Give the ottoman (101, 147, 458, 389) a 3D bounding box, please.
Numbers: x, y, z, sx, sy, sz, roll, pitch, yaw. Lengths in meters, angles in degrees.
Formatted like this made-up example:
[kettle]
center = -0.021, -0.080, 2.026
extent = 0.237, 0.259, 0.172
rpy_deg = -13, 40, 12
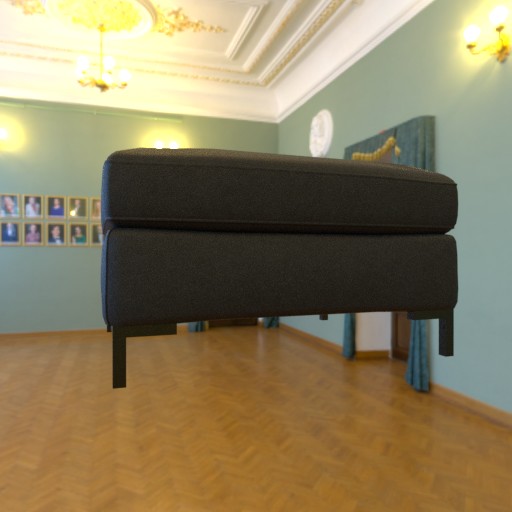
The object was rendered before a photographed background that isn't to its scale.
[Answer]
[ottoman]
center = 0.000, 0.000, 1.797
extent = 1.187, 0.696, 0.967
rpy_deg = 0, 0, -20
